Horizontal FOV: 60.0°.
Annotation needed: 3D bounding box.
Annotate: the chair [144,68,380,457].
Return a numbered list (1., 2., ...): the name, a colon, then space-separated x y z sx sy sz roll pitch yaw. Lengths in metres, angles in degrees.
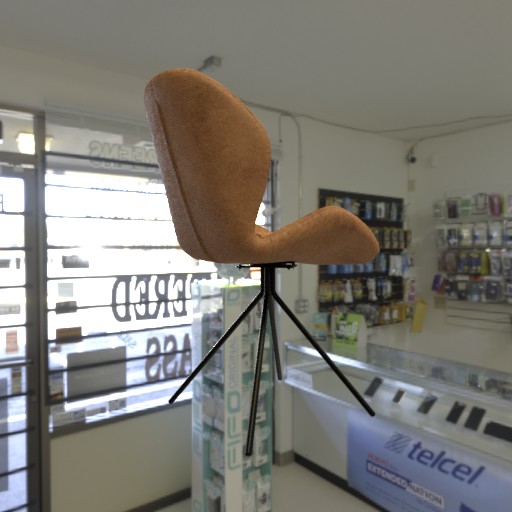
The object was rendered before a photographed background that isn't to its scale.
1. chair: 0.000 0.000 1.302 0.640 0.929 0.527 -1 1 -35
